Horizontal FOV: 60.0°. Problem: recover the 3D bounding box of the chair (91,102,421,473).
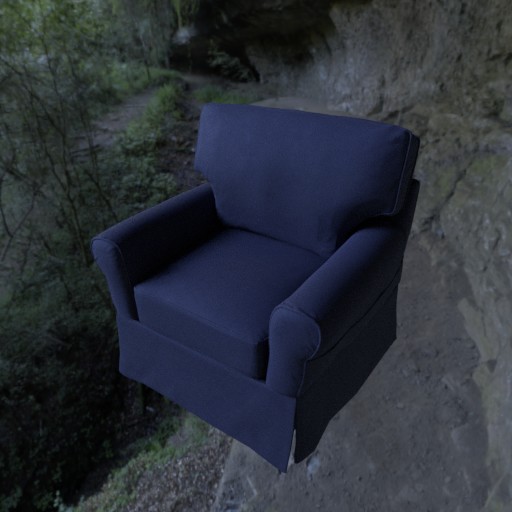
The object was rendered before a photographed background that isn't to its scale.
[{"bbox_3d":[0.000,0.000,1.944,1.119,1.140,1.002,18,34,29],"label":"chair"}]
